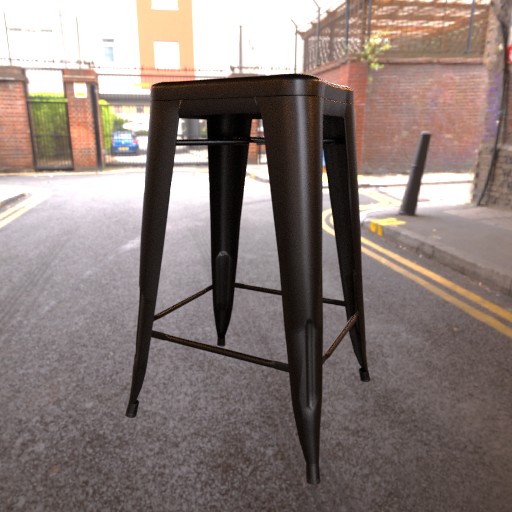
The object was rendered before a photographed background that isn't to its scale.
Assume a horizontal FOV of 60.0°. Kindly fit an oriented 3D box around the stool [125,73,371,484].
[{"bbox_3d":[0.000,0.000,0.844,0.399,0.609,0.359,8,17,26],"label":"stool"}]
